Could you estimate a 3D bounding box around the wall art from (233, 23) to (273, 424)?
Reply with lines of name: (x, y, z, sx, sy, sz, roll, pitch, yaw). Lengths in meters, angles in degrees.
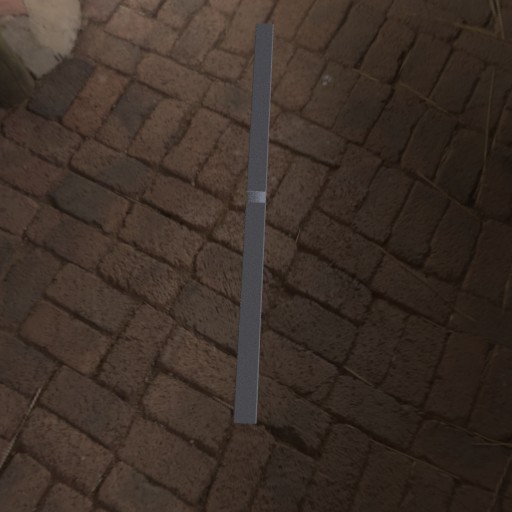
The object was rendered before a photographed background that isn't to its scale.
wall art: (0.000, 0.000, 0.930, 0.029, 0.611, 0.611, 3, 74, 1)
